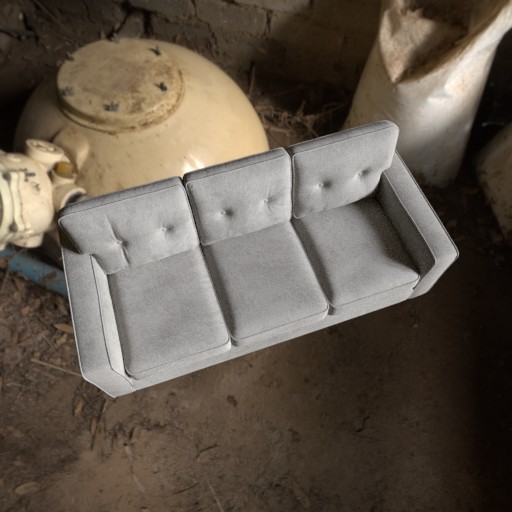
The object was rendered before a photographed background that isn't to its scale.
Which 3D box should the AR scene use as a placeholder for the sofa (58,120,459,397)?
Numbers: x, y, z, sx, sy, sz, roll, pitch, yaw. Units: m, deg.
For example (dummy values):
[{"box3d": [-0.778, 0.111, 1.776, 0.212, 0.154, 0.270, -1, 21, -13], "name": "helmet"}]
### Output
[{"box3d": [0.000, 0.000, 2.665, 2.133, 0.965, 0.939, -17, 64, -8], "name": "sofa"}]
